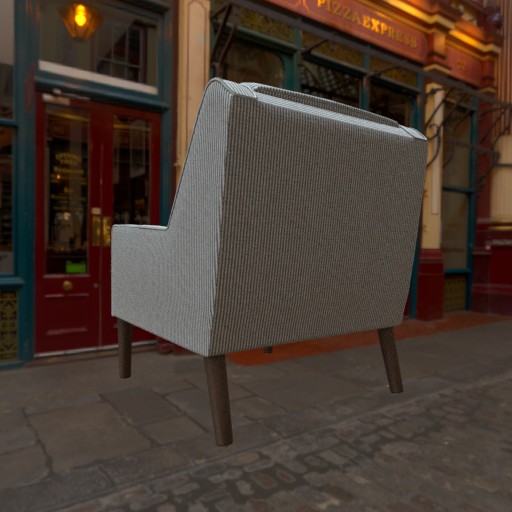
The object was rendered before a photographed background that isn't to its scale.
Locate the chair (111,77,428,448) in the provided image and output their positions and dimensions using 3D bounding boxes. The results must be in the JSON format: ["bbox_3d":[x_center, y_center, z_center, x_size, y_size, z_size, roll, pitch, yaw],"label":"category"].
[{"bbox_3d":[0.000,0.000,1.335,0.663,0.792,0.743,-1,1,-36],"label":"chair"}]
